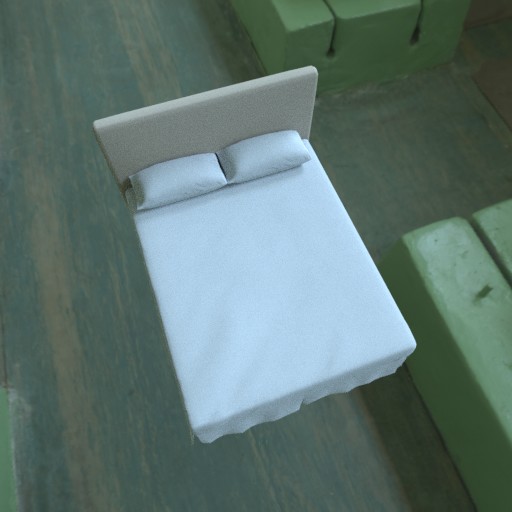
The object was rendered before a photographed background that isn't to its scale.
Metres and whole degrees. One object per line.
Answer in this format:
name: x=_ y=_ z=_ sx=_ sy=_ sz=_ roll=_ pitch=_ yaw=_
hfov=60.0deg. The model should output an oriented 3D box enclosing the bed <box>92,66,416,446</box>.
bed: x=0.000 y=0.000 z=3.302 sx=1.748 sy=1.330 sz=2.142 roll=-18 pitch=64 yaw=-9
